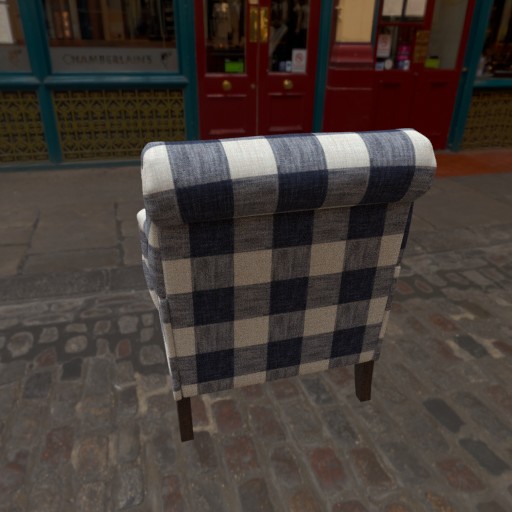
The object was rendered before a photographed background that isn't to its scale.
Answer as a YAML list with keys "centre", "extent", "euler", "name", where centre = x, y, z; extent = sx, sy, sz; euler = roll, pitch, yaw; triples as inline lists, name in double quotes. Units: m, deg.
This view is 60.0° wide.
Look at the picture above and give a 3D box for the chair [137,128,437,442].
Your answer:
- centre: [0.000, 0.000, 1.577]
  extent: [0.781, 0.953, 0.848]
  euler: [-7, 26, -15]
  name: "chair"
